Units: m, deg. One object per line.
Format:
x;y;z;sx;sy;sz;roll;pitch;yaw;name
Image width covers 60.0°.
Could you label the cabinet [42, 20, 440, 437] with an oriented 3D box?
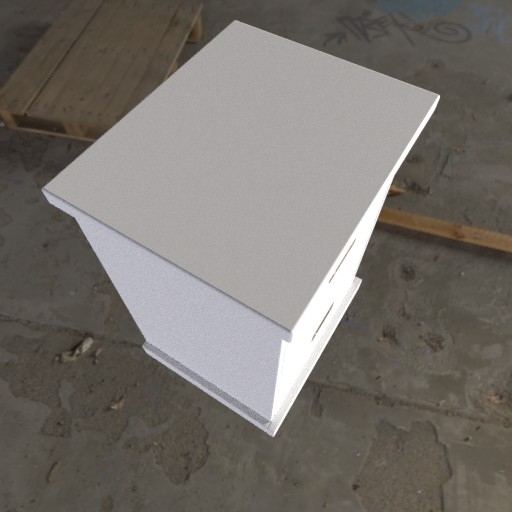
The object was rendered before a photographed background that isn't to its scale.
0.000;0.000;1.020;0.431;0.723;0.520;28;62;16;cabinet
